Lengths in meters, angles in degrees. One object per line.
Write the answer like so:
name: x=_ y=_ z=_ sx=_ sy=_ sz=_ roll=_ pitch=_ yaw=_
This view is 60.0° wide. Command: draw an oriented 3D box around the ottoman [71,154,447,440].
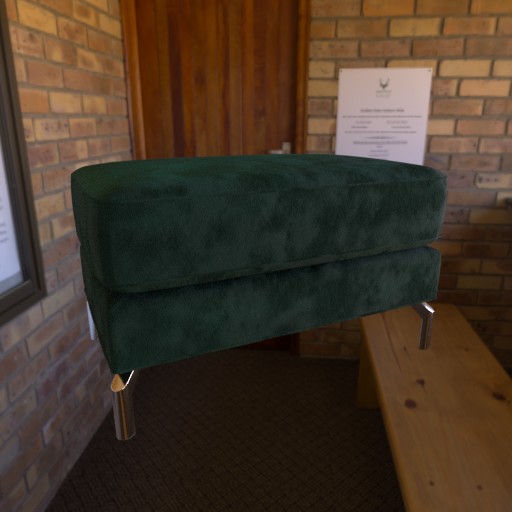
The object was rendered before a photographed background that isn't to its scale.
ottoman: x=0.000 y=0.000 z=1.228 sx=0.886 sy=0.533 sz=0.536 roll=-8 pitch=19 yaw=-25
